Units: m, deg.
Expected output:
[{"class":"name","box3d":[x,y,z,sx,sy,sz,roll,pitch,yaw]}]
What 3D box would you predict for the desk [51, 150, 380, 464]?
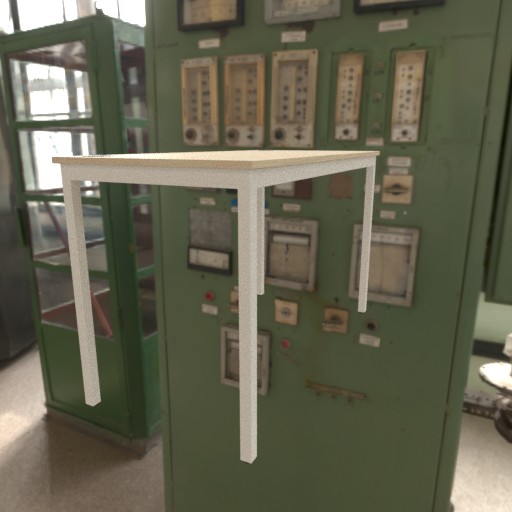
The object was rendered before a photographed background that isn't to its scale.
[{"class":"desk","box3d":[0.000,0.000,1.647,0.600,0.750,1.200,7,16,26]}]
